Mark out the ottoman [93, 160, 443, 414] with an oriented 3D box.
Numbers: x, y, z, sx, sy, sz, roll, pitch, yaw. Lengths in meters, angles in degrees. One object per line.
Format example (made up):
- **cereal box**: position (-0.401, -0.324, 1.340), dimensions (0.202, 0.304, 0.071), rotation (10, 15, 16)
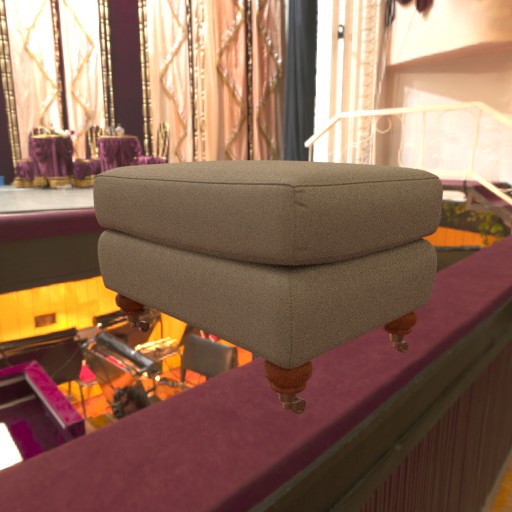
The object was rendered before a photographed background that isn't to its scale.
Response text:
- **ottoman**: position (0.000, 0.000, 1.183), dimensions (0.569, 0.499, 0.773), rotation (-11, 16, -43)
